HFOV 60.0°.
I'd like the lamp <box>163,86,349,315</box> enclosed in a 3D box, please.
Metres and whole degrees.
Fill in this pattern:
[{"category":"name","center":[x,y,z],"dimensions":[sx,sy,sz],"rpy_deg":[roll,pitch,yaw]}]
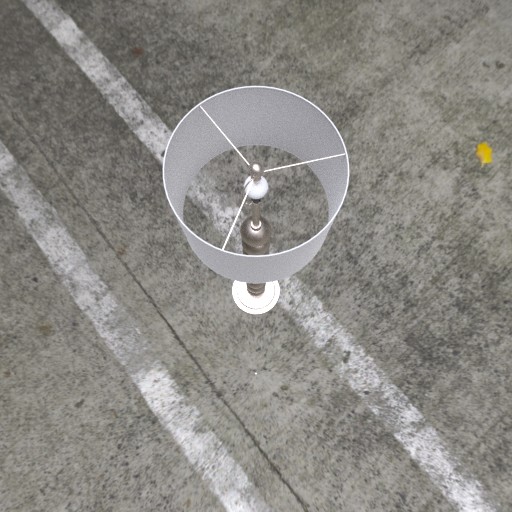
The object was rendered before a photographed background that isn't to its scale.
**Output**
[{"category":"lamp","center":[0.000,0.000,1.635],"dimensions":[0.394,1.474,0.394],"rpy_deg":[-39,78,-9]}]
